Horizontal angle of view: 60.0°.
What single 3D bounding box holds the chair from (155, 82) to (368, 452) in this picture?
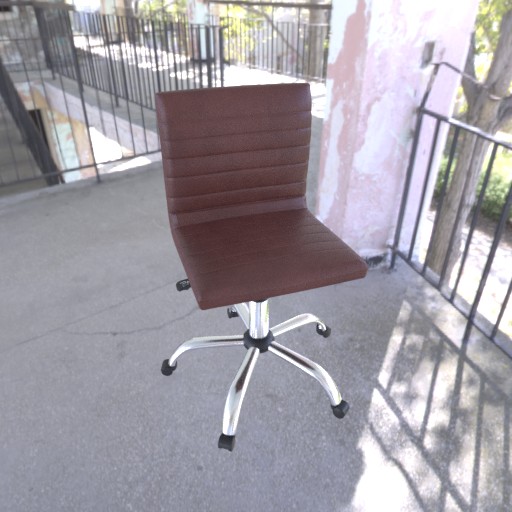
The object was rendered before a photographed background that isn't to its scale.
[{"bbox_3d":[0.000,0.000,1.142,0.556,0.780,0.530,-10,33,-16],"label":"chair"}]
